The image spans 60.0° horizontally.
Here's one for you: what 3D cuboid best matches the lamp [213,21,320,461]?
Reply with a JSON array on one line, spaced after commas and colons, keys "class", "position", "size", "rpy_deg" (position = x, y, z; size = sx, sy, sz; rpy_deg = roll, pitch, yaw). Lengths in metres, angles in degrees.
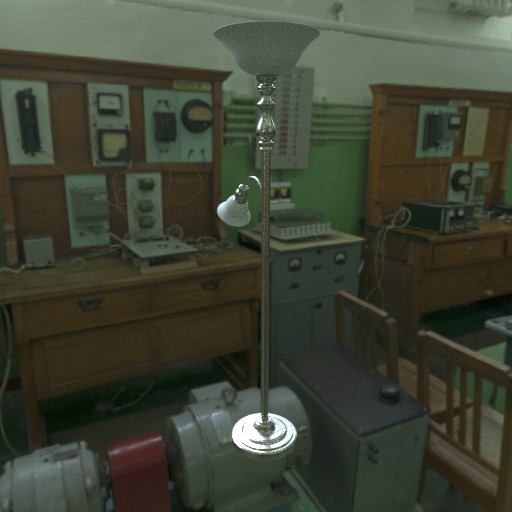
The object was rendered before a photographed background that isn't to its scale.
[{"class": "lamp", "position": [0.000, 0.000, 1.989], "size": [0.405, 1.785, 0.575], "rpy_deg": [-8, 17, -27]}]
